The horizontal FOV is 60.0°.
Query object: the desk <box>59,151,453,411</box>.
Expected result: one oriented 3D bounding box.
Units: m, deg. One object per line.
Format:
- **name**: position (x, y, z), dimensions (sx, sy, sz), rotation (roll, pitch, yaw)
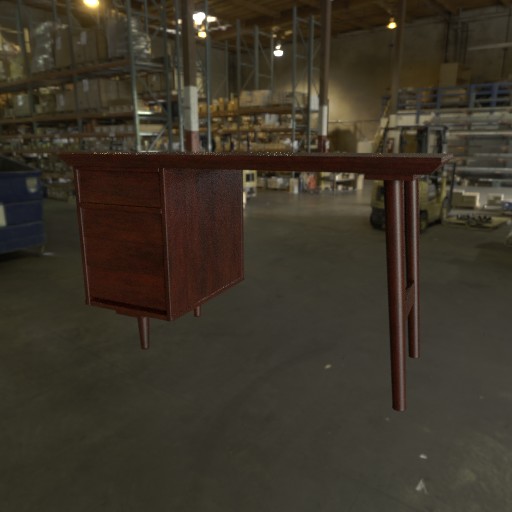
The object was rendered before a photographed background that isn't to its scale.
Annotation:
- **desk**: position (0.000, 0.000, 1.681), dimensions (1.277, 0.758, 0.612), rotation (7, 15, 25)
